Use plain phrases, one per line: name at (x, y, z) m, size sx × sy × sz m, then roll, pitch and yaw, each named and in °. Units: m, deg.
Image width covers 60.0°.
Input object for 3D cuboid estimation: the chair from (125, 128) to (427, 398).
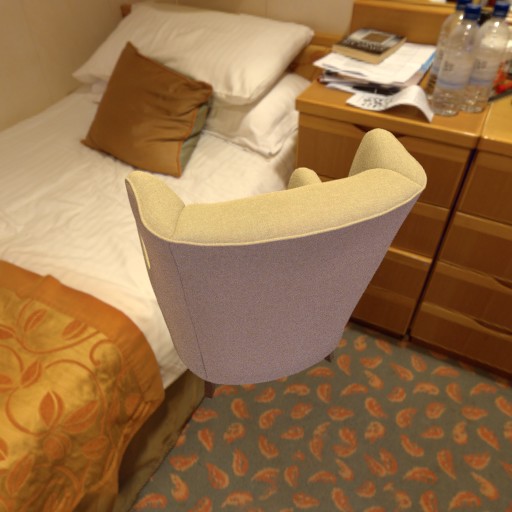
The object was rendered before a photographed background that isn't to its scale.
chair at (0.000, 0.000, 1.723) m, size 0.838 × 1.040 × 0.966 m, roll -13°, pitch 44°, yaw -14°
